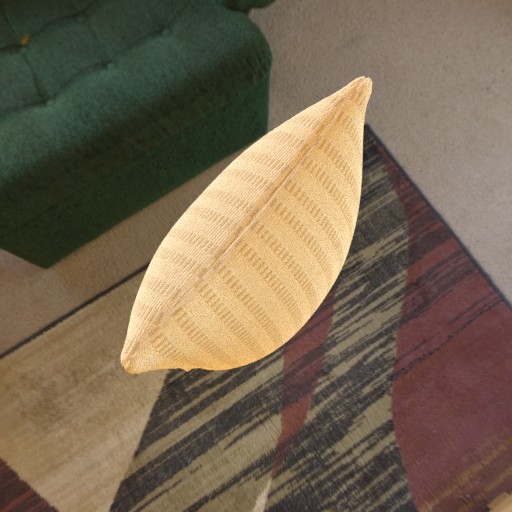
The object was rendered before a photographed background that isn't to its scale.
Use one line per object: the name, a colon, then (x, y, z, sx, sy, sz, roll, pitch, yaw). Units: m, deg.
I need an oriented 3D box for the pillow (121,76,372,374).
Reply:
pillow: (0.000, 0.000, 0.685, 0.247, 0.419, 0.438, 37, 79, 9)
